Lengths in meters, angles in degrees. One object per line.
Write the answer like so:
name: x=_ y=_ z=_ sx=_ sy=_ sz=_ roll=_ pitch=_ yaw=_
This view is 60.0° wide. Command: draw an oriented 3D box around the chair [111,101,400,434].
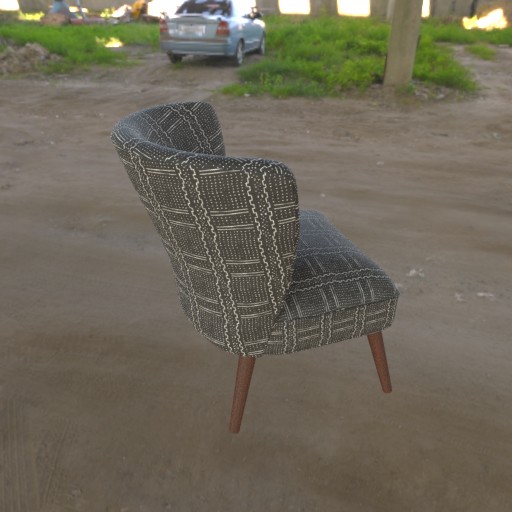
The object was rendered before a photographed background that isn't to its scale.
chair: x=0.000 y=0.000 z=1.409 sx=0.758 sy=0.866 sz=0.710 roll=-10 pitch=32 yaw=-16
